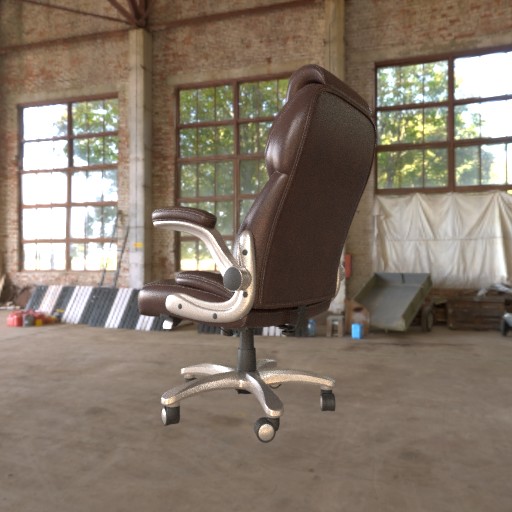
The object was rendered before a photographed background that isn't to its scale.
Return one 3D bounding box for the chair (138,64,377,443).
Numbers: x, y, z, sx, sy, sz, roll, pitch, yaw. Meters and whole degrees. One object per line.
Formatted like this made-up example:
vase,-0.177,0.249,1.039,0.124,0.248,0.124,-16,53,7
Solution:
chair,0.000,0.000,1.656,0.774,1.160,0.733,0,-1,36
